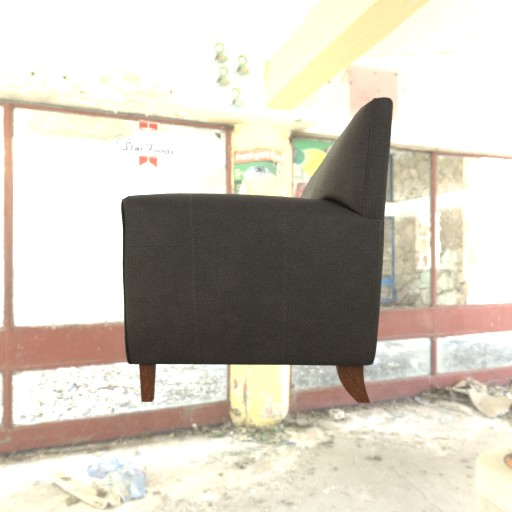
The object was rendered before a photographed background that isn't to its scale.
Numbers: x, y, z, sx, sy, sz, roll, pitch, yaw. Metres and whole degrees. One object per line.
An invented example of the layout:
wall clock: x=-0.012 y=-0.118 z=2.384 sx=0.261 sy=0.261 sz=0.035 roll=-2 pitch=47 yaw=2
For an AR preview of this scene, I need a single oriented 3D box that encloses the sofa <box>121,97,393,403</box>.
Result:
sofa: x=0.000 y=0.000 z=1.963 sx=0.787 sy=0.871 sz=1.473 roll=0 pitch=-1 yaw=1
